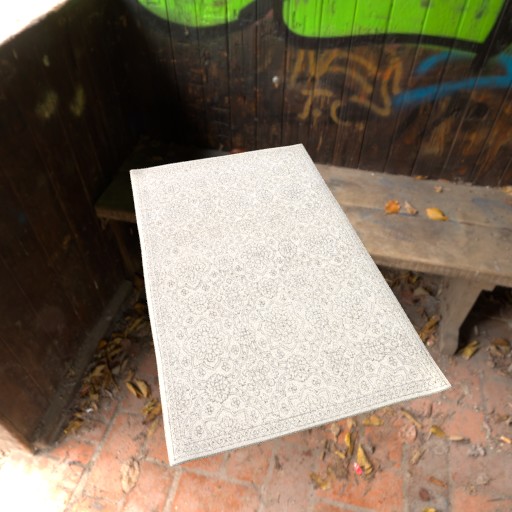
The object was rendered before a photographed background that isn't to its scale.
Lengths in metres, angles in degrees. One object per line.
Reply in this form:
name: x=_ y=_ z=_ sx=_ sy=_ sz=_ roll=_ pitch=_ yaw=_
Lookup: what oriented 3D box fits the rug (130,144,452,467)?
rug: x=0.000 y=0.000 z=2.431 sx=1.214 sy=0.023 sz=1.947 roll=-11 pitch=48 yaw=-10
